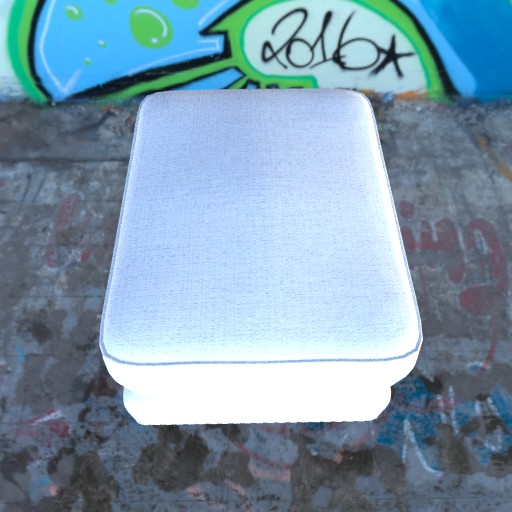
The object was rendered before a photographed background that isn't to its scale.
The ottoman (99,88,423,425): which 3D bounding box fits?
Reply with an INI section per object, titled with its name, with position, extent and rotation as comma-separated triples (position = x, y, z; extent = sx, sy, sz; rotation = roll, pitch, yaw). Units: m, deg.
[ottoman]
position = 0.000, 0.000, 1.104
extent = 0.589, 0.537, 0.738
rotation = -1, 59, -1
